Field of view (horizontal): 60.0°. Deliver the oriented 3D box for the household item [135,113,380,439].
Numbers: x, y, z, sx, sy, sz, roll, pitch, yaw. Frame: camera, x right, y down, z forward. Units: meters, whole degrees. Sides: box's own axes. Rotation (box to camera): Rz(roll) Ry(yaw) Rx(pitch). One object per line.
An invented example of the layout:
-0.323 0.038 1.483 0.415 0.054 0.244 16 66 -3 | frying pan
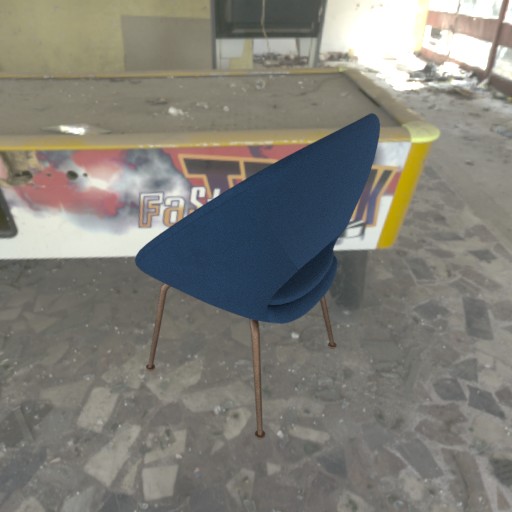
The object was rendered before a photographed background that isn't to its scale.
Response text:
0.000 0.000 1.288 0.573 0.852 0.623 20 37 30 | household item
